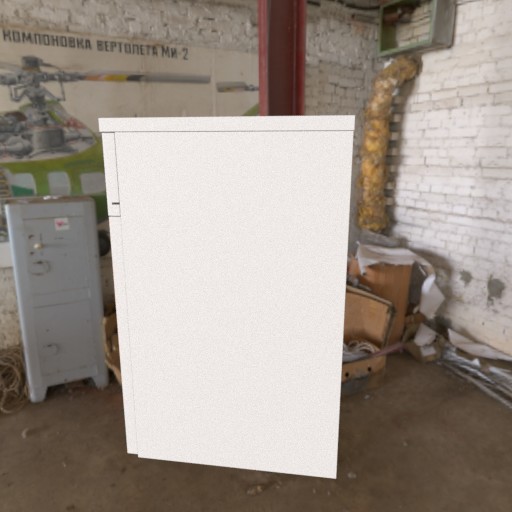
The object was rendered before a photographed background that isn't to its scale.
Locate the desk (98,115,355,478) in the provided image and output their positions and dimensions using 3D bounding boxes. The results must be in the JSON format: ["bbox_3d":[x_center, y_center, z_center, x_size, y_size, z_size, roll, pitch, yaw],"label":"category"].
[{"bbox_3d":[0.000,0.000,1.310,0.482,0.730,0.898,2,14,9],"label":"desk"}]
